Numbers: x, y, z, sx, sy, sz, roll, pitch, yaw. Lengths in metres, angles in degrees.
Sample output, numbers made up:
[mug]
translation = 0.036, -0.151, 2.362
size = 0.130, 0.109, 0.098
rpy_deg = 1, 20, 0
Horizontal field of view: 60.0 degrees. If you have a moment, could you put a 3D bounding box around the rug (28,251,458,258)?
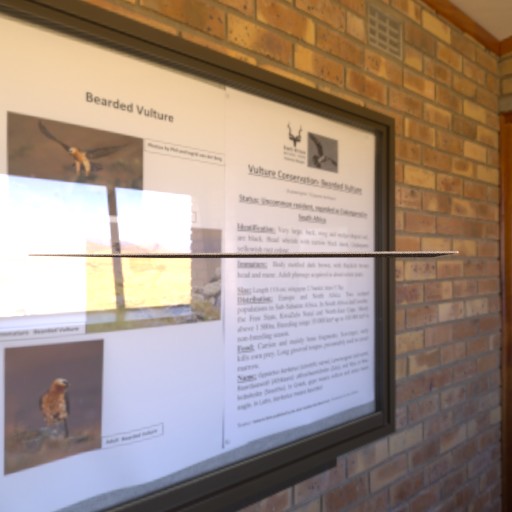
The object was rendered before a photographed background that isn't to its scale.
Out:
[rug]
translation = 0.000, 0.000, 2.351
size = 1.828, 0.007, 1.220
rpy_deg = 0, -1, 18
